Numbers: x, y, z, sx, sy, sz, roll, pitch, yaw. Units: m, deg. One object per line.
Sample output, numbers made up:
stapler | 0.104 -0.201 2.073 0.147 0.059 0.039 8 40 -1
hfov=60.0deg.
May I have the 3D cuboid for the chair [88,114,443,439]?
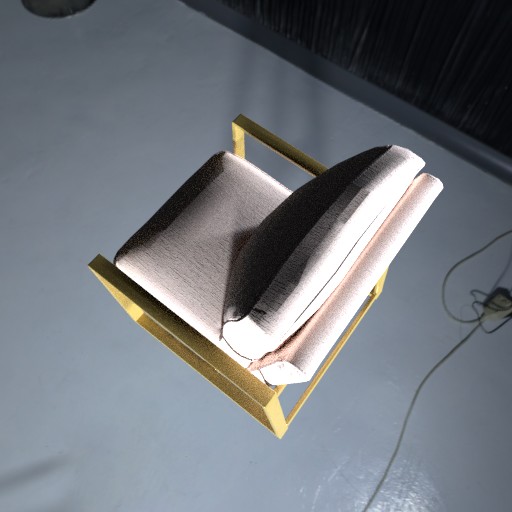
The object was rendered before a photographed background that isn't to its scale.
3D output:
chair | 0.000 0.000 1.485 0.813 0.956 0.758 35 70 15
